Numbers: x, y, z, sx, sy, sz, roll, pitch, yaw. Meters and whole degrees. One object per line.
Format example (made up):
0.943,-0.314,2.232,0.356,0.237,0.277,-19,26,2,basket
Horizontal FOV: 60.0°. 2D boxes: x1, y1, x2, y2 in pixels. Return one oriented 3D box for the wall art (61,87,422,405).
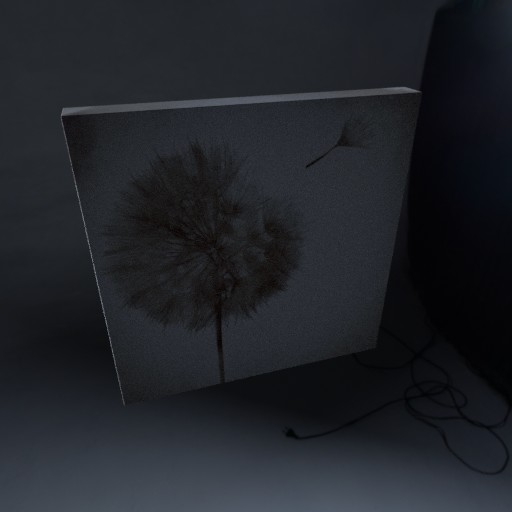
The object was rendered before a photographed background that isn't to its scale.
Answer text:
0.000,0.000,0.447,0.303,0.303,0.028,-9,32,-15,wall art
